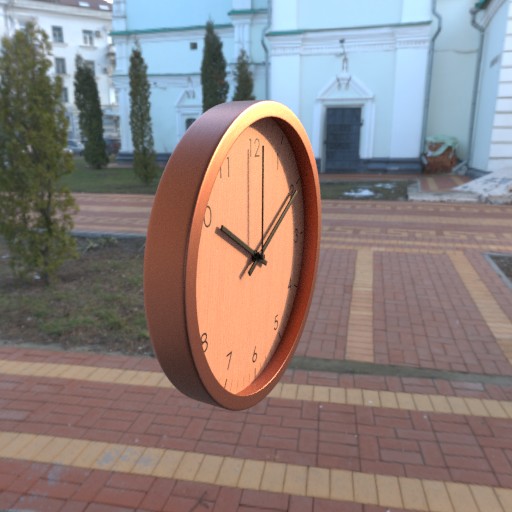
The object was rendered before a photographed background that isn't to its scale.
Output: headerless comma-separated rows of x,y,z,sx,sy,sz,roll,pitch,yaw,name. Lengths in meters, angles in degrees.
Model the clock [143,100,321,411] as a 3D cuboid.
0.000,0.000,0.474,0.040,0.313,0.313,7,16,26,clock
